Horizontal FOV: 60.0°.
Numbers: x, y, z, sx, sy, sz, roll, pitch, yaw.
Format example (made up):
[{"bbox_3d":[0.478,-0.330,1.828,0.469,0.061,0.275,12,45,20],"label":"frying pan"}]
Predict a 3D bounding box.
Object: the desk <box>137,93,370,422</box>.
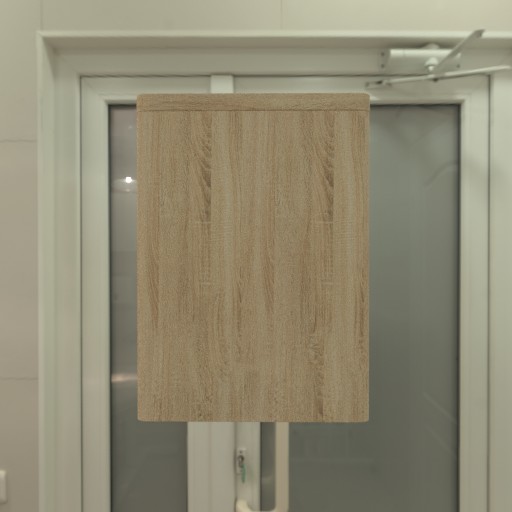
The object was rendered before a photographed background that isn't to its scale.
[{"bbox_3d":[0.000,0.000,1.623,0.550,0.760,1.200,0,0,1],"label":"desk"}]
